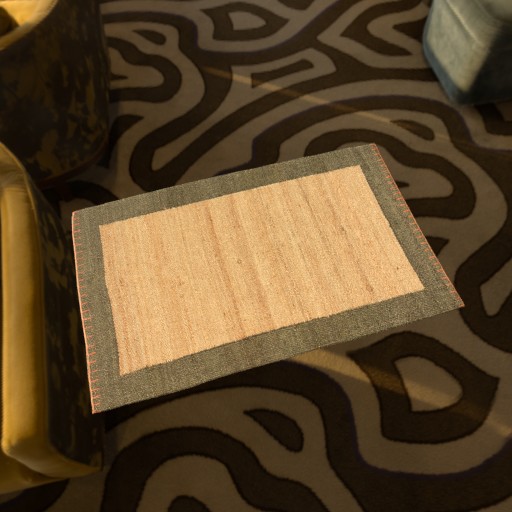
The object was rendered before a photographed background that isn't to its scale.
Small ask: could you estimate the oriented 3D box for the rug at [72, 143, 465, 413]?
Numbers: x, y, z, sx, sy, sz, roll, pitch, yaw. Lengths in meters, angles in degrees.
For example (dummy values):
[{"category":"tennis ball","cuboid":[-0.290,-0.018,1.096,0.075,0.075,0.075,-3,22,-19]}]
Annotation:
[{"category":"rug","cuboid":[0.000,0.000,3.091,2.435,0.006,1.521,-14,62,-8]}]
